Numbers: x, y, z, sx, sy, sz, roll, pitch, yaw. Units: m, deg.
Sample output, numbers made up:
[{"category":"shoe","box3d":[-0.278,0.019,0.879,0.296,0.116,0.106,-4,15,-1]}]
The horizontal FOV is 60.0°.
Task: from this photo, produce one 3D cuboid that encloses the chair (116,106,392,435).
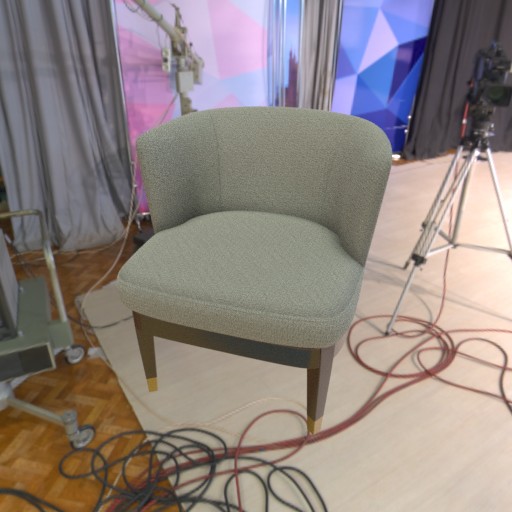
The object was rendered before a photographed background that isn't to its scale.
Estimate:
[{"category":"chair","box3d":[0.000,0.000,1.326,0.700,0.760,0.660,9,29,16]}]
